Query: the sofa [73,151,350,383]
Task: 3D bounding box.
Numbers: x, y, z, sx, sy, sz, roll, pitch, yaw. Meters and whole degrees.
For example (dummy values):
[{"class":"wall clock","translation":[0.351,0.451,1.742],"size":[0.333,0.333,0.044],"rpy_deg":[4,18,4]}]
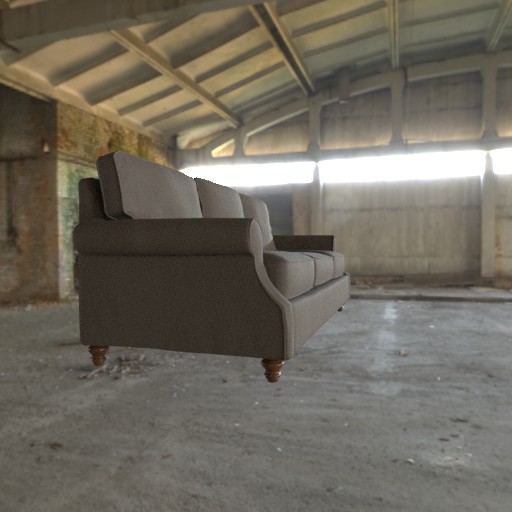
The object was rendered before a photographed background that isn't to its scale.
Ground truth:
[{"class":"sofa","translation":[0.000,0.000,2.811],"size":[0.966,0.948,2.353],"rpy_deg":[0,1,18]}]
